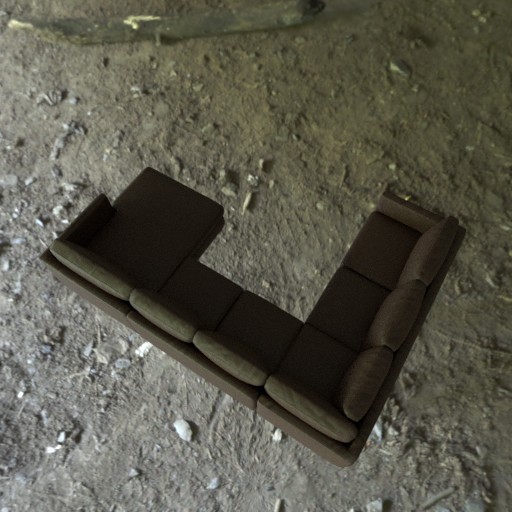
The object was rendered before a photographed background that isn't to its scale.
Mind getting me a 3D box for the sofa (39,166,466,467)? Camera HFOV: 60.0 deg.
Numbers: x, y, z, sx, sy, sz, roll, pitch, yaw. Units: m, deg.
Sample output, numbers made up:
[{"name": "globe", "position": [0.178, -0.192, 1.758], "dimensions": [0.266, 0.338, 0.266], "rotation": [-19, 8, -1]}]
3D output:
[{"name": "sofa", "position": [0.000, 0.000, 4.622], "dimensions": [3.460, 0.923, 2.593], "rotation": [29, 67, 14]}]
